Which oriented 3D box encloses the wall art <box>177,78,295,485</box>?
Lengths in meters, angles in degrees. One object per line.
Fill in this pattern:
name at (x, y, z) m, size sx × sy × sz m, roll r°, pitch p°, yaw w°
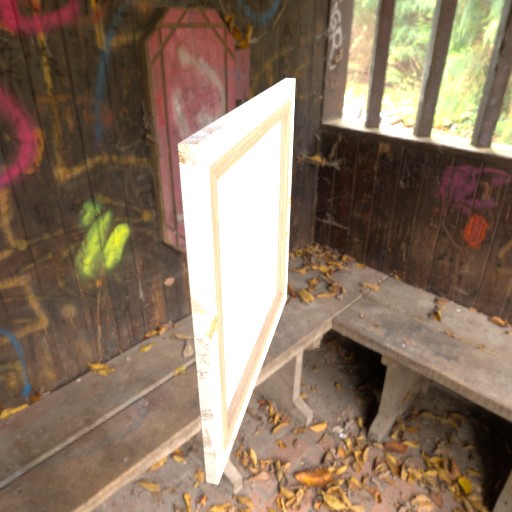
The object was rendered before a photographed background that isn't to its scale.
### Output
wall art at (0.000, 0.000, 1.513) m, size 0.040 × 1.018 × 1.015 m, roll 7°, pitch 30°, yaw 13°
